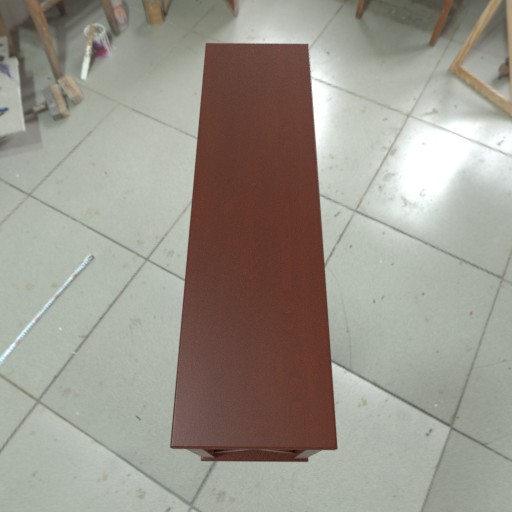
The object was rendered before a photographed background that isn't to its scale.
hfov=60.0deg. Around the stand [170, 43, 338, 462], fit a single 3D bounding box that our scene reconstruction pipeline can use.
[{"bbox_3d":[0.000,0.000,1.655,0.381,0.762,1.372,0,63,0],"label":"stand"}]
